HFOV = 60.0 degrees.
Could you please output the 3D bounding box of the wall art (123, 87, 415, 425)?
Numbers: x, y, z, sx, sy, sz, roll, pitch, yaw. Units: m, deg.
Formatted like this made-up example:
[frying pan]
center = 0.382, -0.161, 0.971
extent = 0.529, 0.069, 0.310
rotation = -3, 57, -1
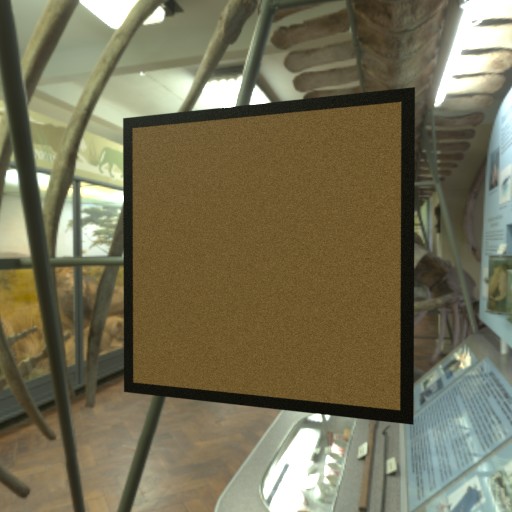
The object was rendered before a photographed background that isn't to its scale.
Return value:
[wall art]
center = 0.000, 0.000, 1.134
extent = 0.762, 0.762, 0.038
rotation = 0, 1, 18
